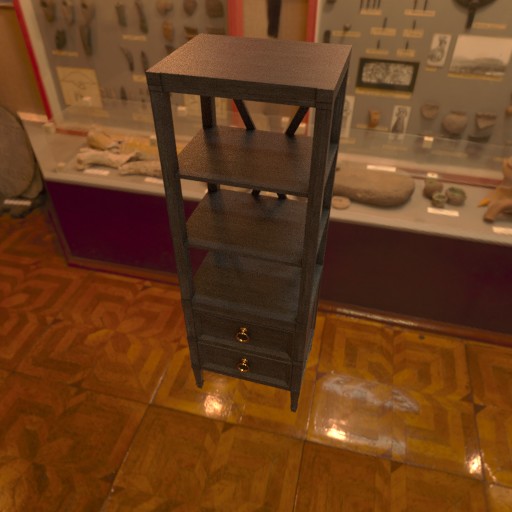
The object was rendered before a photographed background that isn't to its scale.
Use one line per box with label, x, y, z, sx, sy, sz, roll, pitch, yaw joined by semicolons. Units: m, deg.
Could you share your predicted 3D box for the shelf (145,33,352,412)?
shelf;0.000;0.000;2.033;0.584;1.727;0.472;10;41;12
